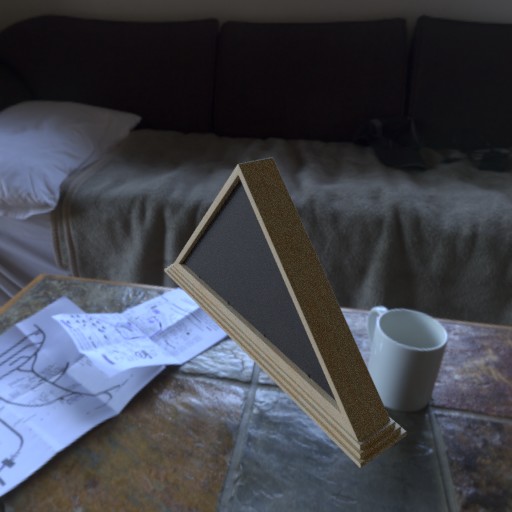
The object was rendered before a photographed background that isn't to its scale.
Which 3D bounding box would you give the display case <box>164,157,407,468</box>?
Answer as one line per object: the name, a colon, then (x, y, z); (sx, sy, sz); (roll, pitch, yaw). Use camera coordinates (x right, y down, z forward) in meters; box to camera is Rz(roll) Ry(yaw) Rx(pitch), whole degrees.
display case: (0.000, 0.000, 0.775); (0.095, 0.340, 0.640); (-18, 33, -30)
